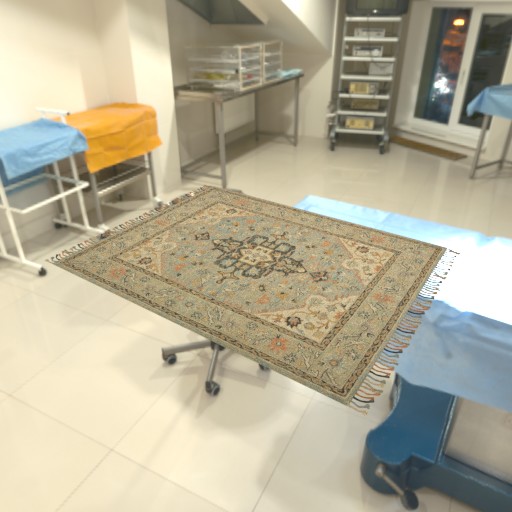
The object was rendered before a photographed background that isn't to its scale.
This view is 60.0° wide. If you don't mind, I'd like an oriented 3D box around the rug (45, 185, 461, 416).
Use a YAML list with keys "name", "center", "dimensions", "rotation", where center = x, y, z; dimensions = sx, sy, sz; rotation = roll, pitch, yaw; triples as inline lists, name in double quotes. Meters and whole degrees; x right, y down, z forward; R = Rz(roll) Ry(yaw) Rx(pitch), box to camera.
- name: "rug"
  center: [0.000, 0.000, 2.276]
  dimensions: [1.730, 0.009, 1.278]
  rotation: [19, 35, 29]
